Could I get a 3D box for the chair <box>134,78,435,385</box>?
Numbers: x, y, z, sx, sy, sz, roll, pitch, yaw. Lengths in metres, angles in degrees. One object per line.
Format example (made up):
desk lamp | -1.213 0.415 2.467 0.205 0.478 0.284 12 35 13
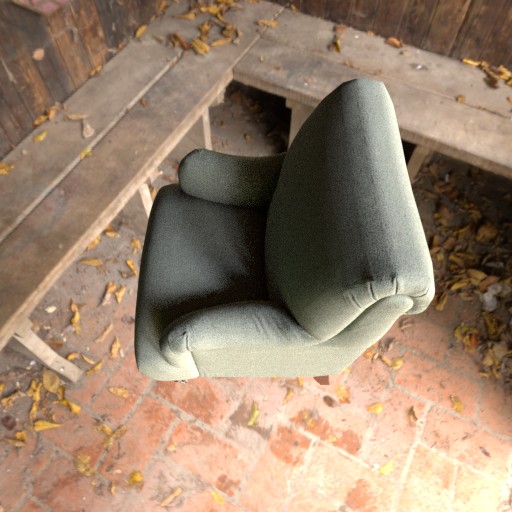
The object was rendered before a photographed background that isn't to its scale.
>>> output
chair | 0.000 0.000 1.937 1.060 1.178 0.964 0 59 0
